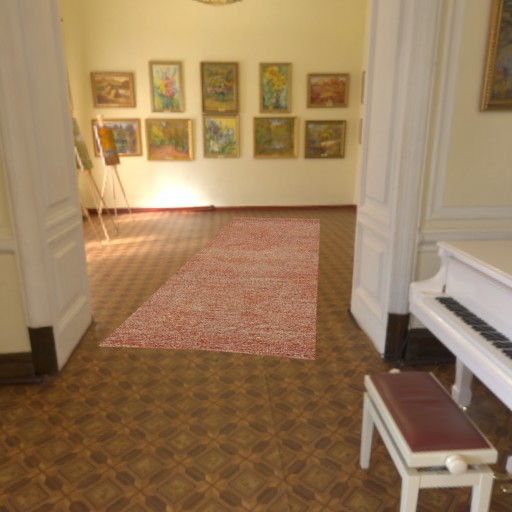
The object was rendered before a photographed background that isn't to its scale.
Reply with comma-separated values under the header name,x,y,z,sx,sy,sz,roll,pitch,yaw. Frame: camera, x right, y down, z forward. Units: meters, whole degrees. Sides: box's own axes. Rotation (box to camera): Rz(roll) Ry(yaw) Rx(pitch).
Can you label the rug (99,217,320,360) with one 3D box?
name,x,y,z,sx,sy,sz,roll,pitch,yaw
rug,0.000,0.000,2.553,0.718,0.013,2.353,2,16,8
